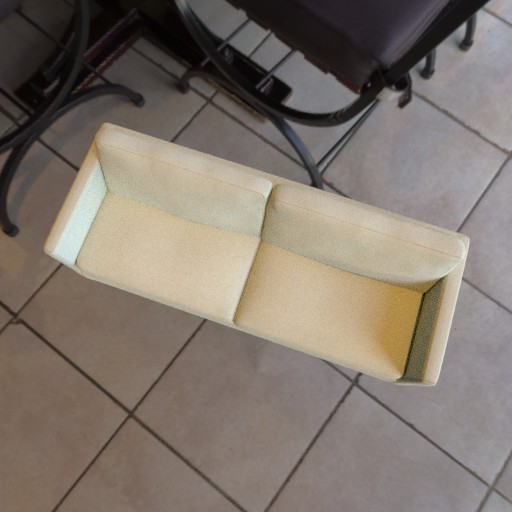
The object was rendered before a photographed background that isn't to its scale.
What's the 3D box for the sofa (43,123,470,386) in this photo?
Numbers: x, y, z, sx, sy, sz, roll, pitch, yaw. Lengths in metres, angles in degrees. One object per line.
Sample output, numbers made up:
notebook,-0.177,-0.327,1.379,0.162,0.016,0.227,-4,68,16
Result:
sofa,0.000,0.000,2.911,2.434,0.965,0.948,18,76,5
